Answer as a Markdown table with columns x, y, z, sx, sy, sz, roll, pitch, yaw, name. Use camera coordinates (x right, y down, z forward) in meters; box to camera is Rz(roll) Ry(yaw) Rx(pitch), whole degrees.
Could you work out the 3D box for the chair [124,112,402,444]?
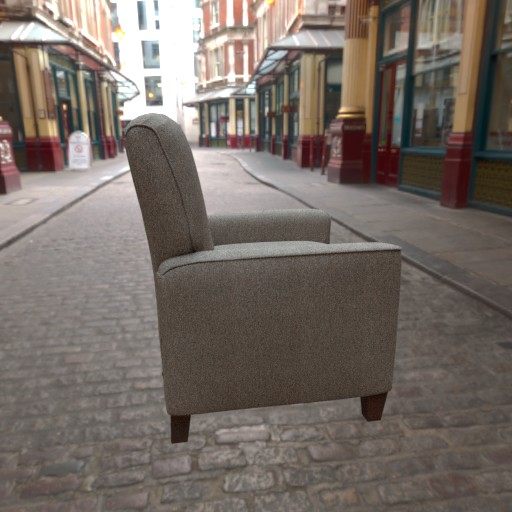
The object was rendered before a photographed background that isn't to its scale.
| x | y | z | sx | sy | sz | roll | pitch | yaw | name |
| --- | --- | --- | --- | --- | --- | --- | --- | --- | --- |
| 0.000 | 0.000 | 1.705 | 0.858 | 1.028 | 0.841 | -3 | 15 | -10 | chair |
